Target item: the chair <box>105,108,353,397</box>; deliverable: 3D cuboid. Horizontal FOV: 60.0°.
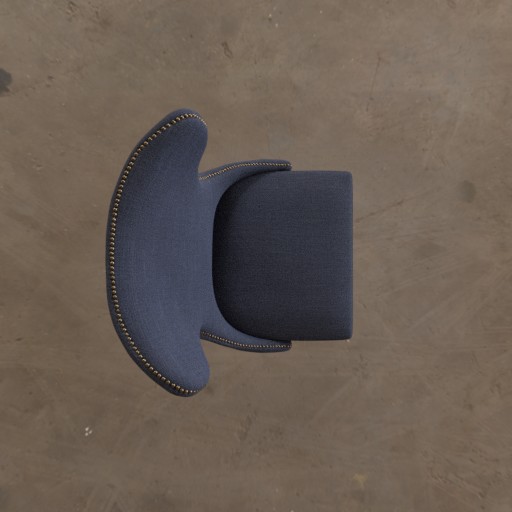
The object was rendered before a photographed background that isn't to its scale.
[{"bbox_3d":[0.000,0.000,1.375,0.635,0.967,0.628,0,90,-1],"label":"chair"}]
